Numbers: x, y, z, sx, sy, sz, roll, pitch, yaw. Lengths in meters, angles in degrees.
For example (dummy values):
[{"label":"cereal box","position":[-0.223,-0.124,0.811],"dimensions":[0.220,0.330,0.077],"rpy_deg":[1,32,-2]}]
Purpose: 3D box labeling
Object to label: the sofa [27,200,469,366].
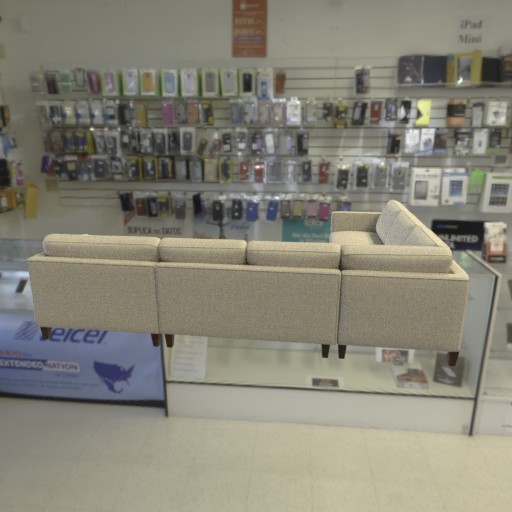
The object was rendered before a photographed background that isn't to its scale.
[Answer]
[{"label":"sofa","position":[0.000,0.000,4.560],"dimensions":[3.403,0.889,2.551],"rpy_deg":[2,16,8]}]
